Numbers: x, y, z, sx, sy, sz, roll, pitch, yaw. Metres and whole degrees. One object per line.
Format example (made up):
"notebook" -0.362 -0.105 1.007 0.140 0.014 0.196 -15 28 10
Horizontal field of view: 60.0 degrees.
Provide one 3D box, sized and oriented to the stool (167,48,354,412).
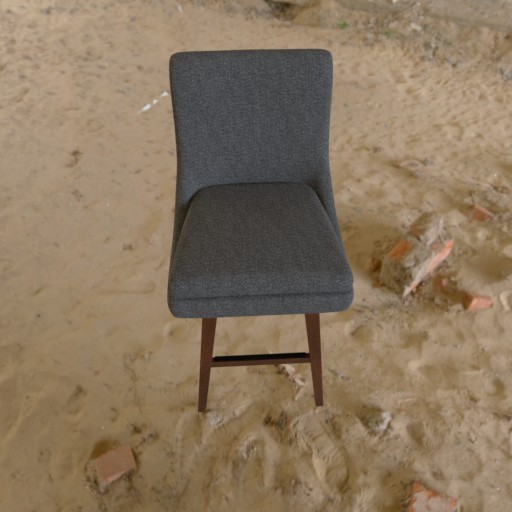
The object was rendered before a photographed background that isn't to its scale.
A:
"stool" 0.000 0.000 1.401 0.489 1.068 0.572 -2 47 -2
